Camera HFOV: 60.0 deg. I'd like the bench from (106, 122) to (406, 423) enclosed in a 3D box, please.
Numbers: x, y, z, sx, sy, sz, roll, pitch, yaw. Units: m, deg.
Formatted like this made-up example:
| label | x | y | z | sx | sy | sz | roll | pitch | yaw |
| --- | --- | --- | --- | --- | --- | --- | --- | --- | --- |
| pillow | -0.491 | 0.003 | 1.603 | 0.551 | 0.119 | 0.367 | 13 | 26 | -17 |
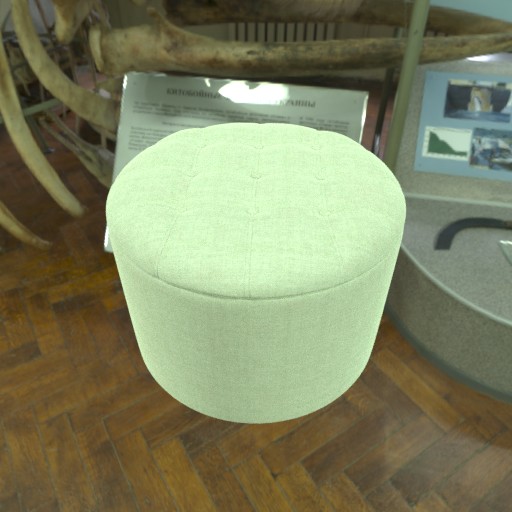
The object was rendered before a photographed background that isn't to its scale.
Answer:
| label | x | y | z | sx | sy | sz | roll | pitch | yaw |
| --- | --- | --- | --- | --- | --- | --- | --- | --- | --- |
| bench | 0.000 | 0.000 | 1.017 | 0.600 | 0.453 | 0.600 | 0 | 40 | 0 |
